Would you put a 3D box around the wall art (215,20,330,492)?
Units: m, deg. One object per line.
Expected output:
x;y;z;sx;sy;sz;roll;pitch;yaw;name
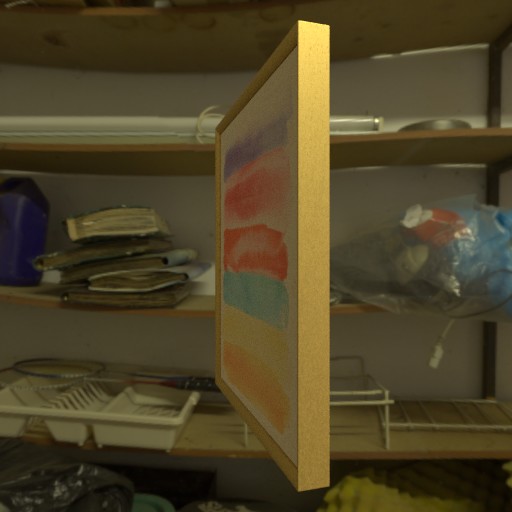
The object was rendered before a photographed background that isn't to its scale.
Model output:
0.000;0.000;0.866;0.048;0.642;0.537;0;0;-17;wall art
